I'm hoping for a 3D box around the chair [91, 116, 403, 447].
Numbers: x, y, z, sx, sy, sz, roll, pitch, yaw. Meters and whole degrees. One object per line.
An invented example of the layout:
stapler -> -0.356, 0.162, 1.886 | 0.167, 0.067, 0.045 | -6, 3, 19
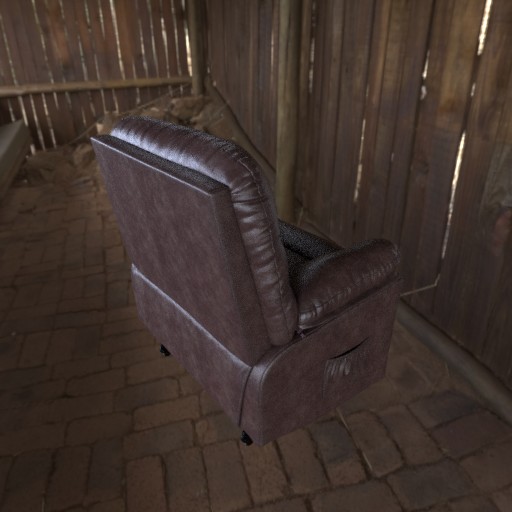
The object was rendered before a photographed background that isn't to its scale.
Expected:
chair -> 0.000, 0.000, 1.720 | 0.879, 1.041, 0.940 | -19, 33, -33
